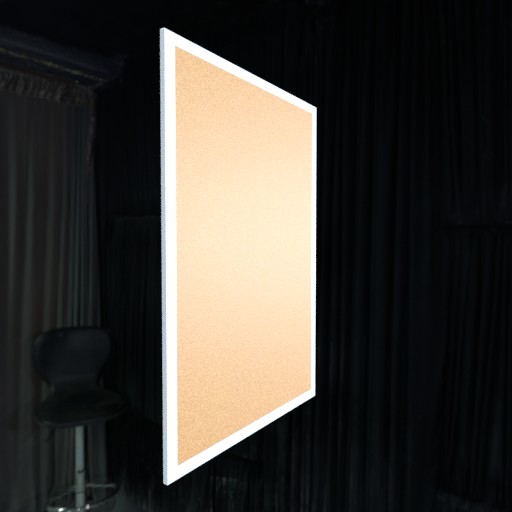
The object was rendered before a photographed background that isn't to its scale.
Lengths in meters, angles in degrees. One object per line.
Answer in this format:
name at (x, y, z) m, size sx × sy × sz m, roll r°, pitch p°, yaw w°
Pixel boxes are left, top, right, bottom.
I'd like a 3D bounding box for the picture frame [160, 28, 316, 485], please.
picture frame at (0.000, 0.000, 1.182) m, size 0.013 × 0.940 × 0.659 m, roll 1°, pitch 2°, yaw 35°
